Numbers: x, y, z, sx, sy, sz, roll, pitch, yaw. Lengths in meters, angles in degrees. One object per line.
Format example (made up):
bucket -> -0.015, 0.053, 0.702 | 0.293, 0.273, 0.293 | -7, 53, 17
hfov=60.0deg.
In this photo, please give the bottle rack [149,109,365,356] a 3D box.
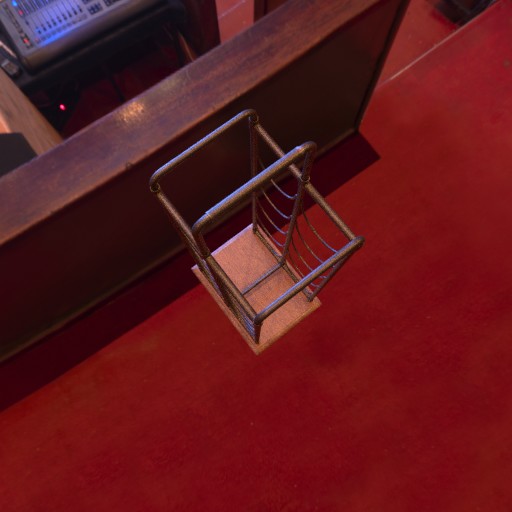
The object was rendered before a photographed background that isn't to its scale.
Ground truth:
bottle rack -> 0.000, 0.000, 0.808 | 0.208, 0.680, 0.276 | -37, 79, -8
